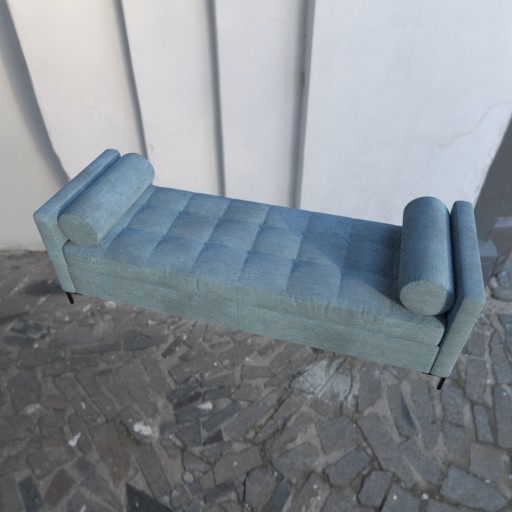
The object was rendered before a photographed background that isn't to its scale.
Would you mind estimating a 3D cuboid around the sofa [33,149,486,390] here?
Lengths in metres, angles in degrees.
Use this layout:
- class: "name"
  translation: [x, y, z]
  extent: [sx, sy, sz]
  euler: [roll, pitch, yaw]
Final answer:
- class: "sofa"
  translation: [0.000, 0.000, 2.292]
  extent: [1.981, 0.635, 0.686]
  euler: [11, 42, 12]
